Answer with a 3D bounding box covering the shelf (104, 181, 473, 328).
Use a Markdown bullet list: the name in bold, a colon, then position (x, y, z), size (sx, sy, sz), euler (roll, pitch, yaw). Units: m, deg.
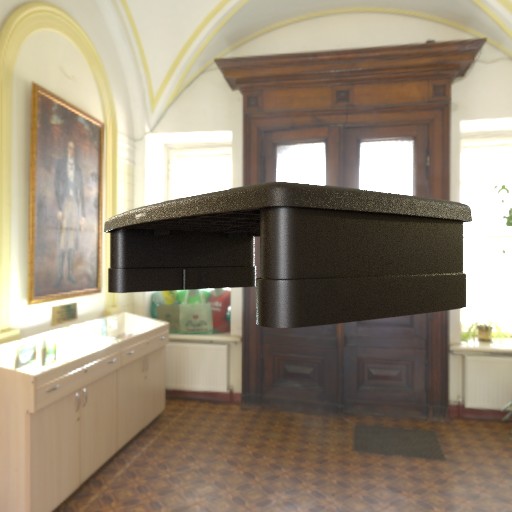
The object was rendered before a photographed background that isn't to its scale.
- **shelf**: position (0.000, 0.000, 0.518), size (0.280, 0.100, 0.410), euler (0, 0, -35)
